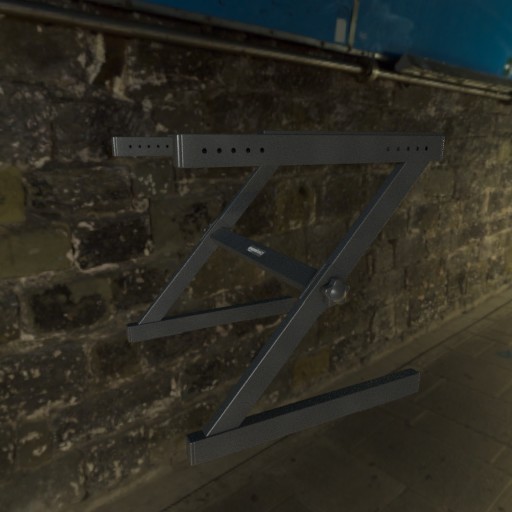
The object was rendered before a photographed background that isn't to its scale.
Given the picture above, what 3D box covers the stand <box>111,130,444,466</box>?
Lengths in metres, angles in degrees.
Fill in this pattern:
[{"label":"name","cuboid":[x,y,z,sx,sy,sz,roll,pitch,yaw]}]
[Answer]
[{"label":"stand","cuboid":[0.000,0.000,1.156,0.586,0.617,0.700,-7,16,-26]}]
